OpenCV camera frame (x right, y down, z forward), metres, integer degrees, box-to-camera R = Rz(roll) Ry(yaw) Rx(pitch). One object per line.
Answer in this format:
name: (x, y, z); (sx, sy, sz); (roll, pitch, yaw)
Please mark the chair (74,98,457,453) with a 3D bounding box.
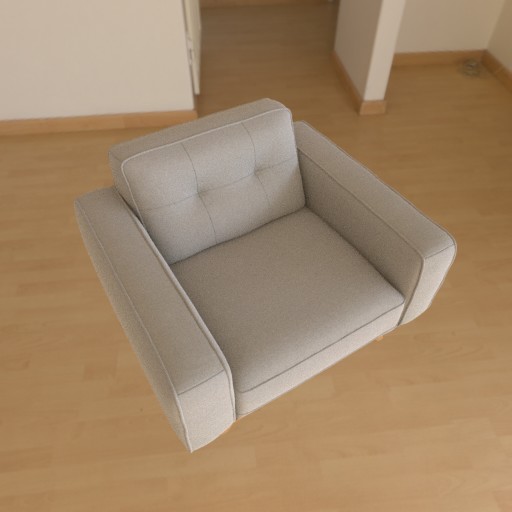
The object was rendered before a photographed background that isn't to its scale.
chair: (0.000, 0.000, 1.728); (1.115, 0.779, 0.953); (-24, 52, -21)
